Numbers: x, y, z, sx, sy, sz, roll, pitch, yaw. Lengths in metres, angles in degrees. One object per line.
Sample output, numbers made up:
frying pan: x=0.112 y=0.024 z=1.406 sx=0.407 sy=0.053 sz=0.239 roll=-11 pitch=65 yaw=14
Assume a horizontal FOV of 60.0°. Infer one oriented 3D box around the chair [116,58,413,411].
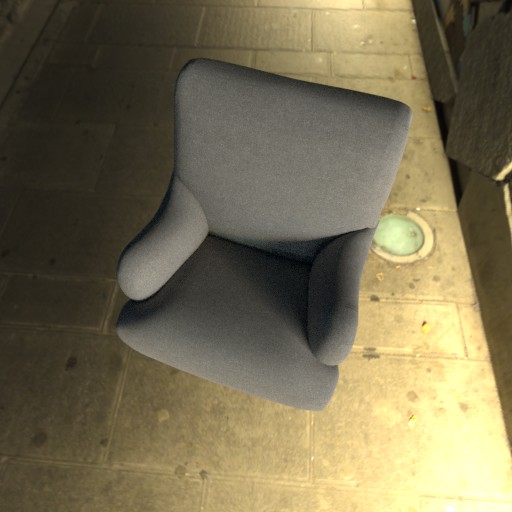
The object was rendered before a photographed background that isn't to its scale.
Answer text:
chair: x=0.000 y=0.000 z=1.548 sx=0.766 sy=0.942 sz=0.843 roll=17 pitch=60 yaw=10
